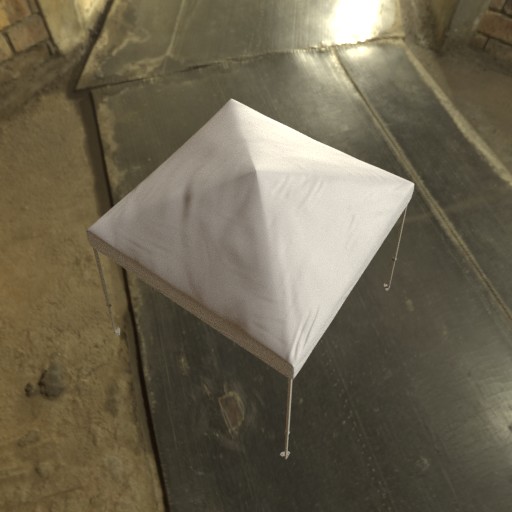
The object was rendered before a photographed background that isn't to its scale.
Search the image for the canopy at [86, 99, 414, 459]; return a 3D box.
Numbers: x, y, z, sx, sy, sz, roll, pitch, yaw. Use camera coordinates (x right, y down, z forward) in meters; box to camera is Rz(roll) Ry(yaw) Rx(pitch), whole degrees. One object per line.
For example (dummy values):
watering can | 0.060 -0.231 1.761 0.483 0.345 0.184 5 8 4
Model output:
canopy | 0.000 0.000 6.517 3.599 3.600 3.600 30 63 18
